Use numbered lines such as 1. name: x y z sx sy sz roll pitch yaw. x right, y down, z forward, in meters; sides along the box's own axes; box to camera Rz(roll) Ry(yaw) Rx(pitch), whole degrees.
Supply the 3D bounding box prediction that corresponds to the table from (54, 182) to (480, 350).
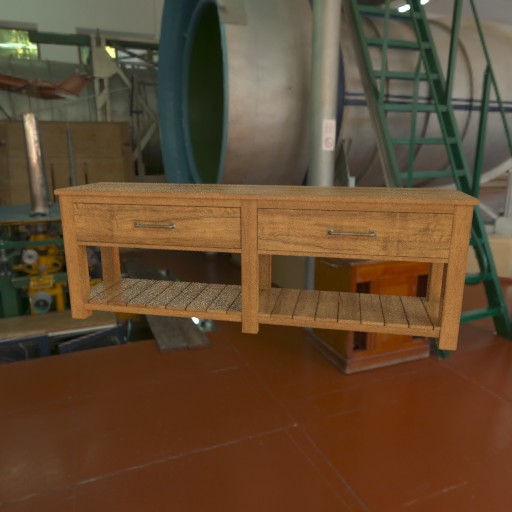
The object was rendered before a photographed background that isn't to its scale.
1. table: 0.000 0.000 2.123 1.815 0.635 0.425 3 15 11
